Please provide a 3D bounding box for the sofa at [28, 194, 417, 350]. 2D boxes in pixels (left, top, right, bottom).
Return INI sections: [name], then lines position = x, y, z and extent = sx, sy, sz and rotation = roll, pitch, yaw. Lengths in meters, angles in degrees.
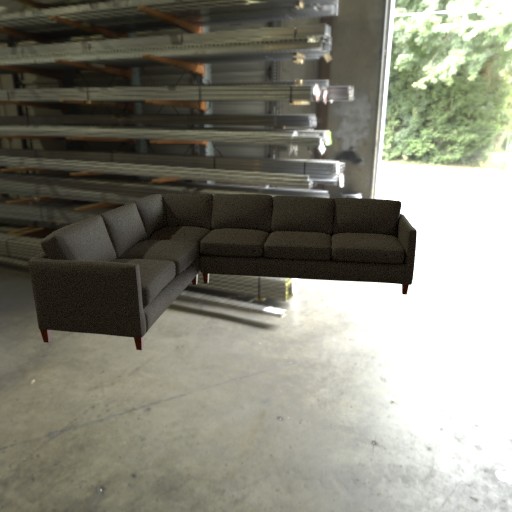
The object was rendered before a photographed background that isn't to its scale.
[sofa]
position = 0.000, 0.000, 4.524
extent = 3.302, 0.947, 2.593
rotation = 3, 17, 9
